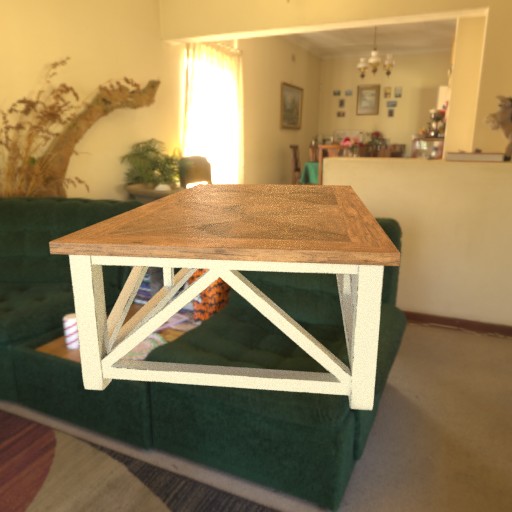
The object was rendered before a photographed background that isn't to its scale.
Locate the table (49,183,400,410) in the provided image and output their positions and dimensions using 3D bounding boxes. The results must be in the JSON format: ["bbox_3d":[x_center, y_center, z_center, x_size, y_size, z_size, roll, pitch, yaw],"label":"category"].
[{"bbox_3d":[0.000,0.000,1.714,0.800,0.410,1.400,2,15,7],"label":"table"}]
